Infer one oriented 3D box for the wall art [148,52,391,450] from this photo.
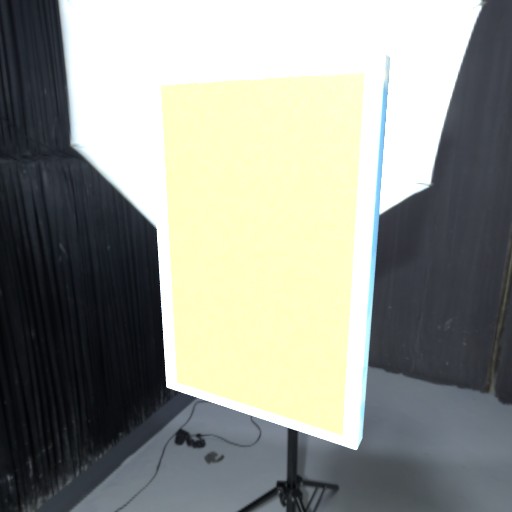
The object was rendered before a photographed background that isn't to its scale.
[{"bbox_3d":[0.000,0.000,0.761,0.401,0.610,0.038,8,18,27],"label":"wall art"}]
